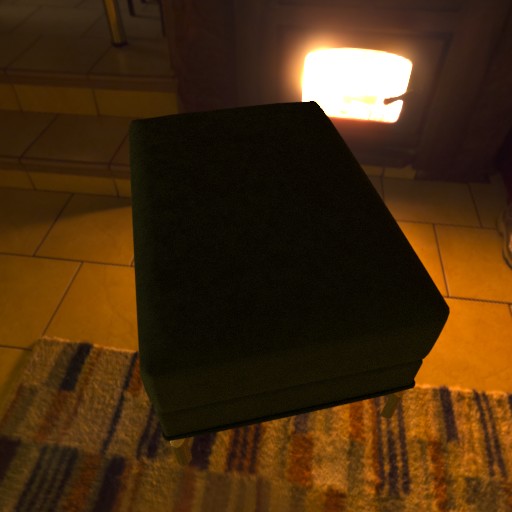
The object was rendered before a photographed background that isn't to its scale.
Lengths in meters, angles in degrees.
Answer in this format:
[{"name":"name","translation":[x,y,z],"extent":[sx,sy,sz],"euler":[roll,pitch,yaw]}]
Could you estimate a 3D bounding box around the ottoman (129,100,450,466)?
[{"name":"ottoman","translation":[0.000,0.000,1.190],"extent":[0.587,0.498,0.835],"euler":[-9,47,-9]}]
